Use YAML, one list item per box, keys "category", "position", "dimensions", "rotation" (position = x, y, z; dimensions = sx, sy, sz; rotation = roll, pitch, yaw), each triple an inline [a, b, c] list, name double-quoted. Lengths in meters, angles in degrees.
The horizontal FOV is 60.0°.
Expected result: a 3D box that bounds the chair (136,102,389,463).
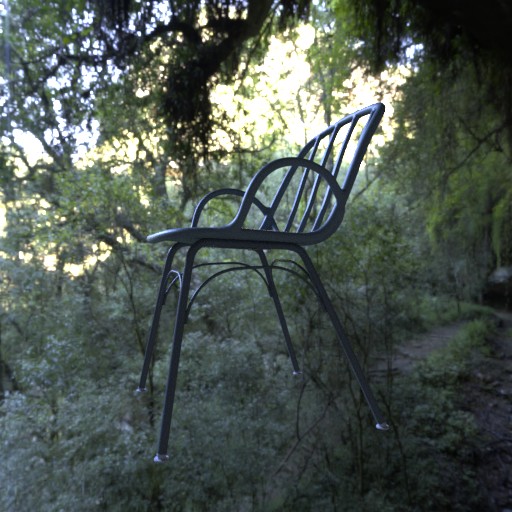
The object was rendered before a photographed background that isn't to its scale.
- category: "chair"
  position: [0.000, 0.000, 1.201]
  dimensions: [0.597, 0.816, 0.549]
  rotation: [0, 1, -19]
